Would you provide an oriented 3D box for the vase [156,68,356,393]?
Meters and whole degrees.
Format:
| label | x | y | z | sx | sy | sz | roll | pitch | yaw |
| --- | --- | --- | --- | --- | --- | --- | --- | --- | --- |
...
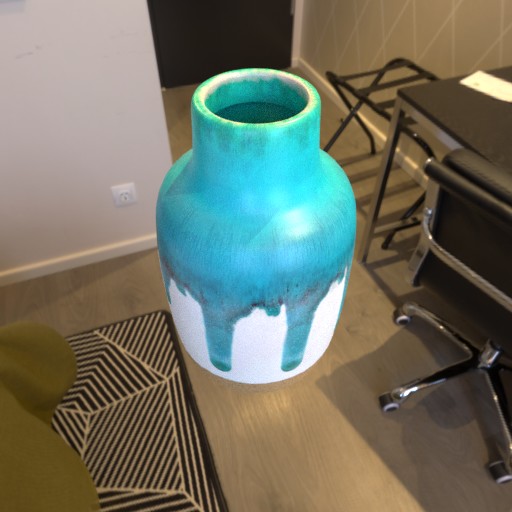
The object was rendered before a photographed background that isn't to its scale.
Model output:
| label | x | y | z | sx | sy | sz | roll | pitch | yaw |
| --- | --- | --- | --- | --- | --- | --- | --- | --- | --- |
| vase | 0.000 | 0.000 | 0.250 | 0.106 | 0.192 | 0.106 | 0 | 47 | 0 |
